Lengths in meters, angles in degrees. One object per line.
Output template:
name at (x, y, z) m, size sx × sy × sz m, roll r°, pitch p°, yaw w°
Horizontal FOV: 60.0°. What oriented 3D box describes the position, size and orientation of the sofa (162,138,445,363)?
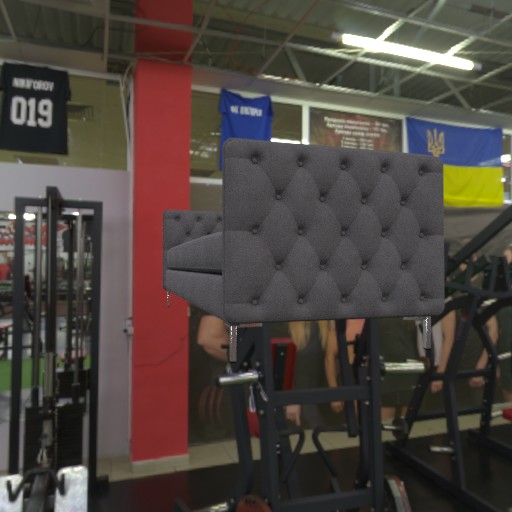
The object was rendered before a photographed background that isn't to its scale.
sofa at (0.000, 0.000, 2.623) m, size 0.895 × 0.771 × 2.209 m, roll 0°, pitch -1°, yaw -17°
